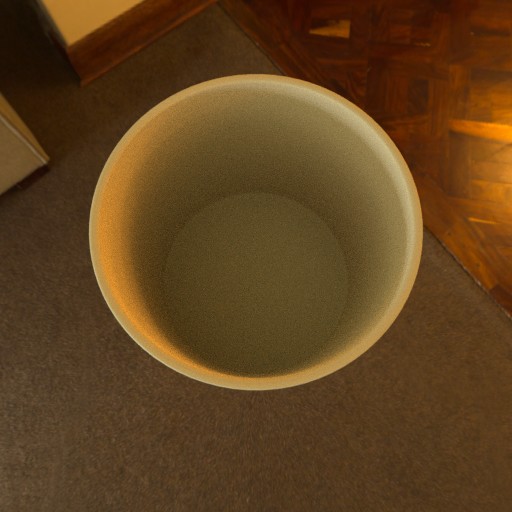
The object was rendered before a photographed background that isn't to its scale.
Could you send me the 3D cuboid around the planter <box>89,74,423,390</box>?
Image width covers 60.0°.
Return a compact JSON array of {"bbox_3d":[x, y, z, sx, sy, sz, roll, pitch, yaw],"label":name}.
[{"bbox_3d":[0.000,0.000,0.391,0.221,0.201,0.221,0,75,0],"label":"planter"}]
